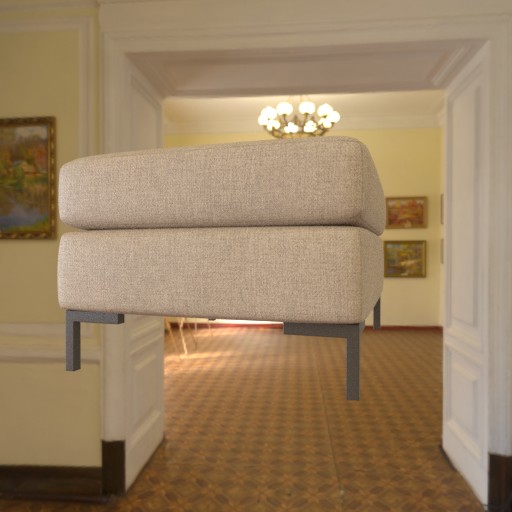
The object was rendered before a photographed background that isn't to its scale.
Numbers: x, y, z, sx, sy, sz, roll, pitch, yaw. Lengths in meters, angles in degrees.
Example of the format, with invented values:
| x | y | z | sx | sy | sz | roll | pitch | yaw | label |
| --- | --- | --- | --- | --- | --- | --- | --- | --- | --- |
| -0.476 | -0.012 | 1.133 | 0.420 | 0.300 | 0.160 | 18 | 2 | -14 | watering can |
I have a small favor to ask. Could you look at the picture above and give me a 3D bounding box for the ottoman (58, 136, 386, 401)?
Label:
| x | y | z | sx | sy | sz | roll | pitch | yaw | label |
| --- | --- | --- | --- | --- | --- | --- | --- | --- | --- |
| 0.000 | 0.000 | 1.220 | 0.671 | 0.490 | 0.820 | 0 | 1 | 18 | ottoman |
